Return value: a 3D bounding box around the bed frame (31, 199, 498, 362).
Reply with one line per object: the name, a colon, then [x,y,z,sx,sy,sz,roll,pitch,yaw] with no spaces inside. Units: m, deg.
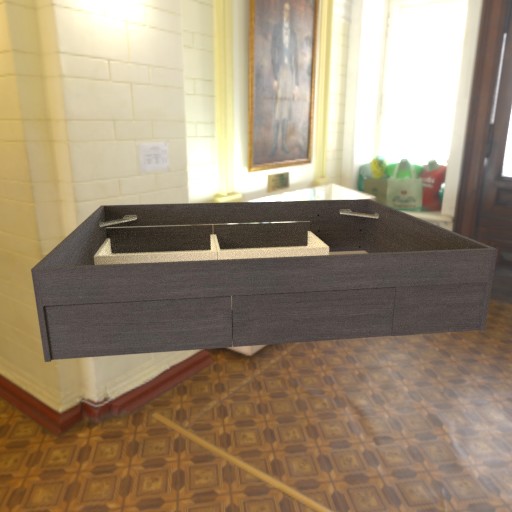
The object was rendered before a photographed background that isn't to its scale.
bed frame: [0.000,0.000,2.563,1.944,0.459,1.448,-2,16,-8]
